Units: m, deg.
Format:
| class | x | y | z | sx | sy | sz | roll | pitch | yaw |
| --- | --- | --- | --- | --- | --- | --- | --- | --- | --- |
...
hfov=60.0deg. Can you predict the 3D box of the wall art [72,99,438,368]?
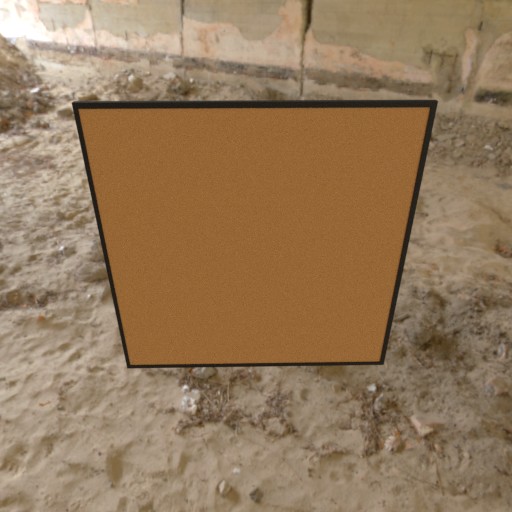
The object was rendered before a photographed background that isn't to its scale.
| class | x | y | z | sx | sy | sz | roll | pitch | yaw |
| --- | --- | --- | --- | --- | --- | --- | --- | --- | --- |
| wall art | 0.000 | 0.000 | 0.982 | 0.664 | 0.663 | 0.015 | -1 | 31 | -1 |
